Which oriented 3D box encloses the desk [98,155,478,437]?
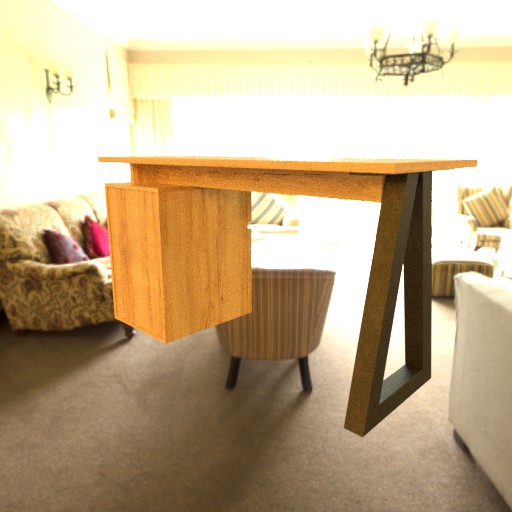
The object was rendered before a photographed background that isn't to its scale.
[{"bbox_3d":[0.000,0.000,1.756,1.400,0.760,0.550,13,18,42],"label":"desk"}]
